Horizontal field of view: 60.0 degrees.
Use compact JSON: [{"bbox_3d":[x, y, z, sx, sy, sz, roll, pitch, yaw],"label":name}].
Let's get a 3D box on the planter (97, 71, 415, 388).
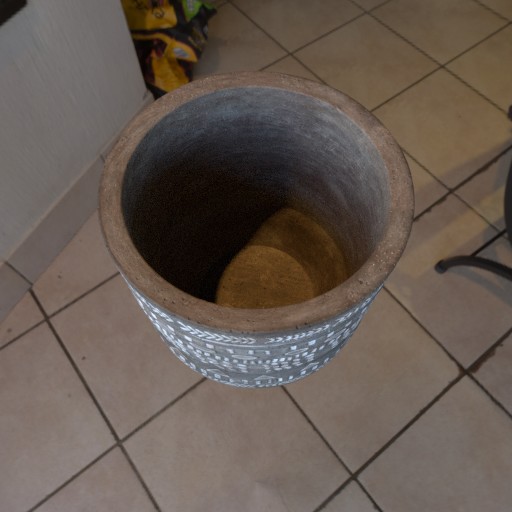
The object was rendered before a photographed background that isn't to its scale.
[{"bbox_3d":[0.000,0.000,0.264,0.142,0.149,0.142,0,63,0],"label":"planter"}]
